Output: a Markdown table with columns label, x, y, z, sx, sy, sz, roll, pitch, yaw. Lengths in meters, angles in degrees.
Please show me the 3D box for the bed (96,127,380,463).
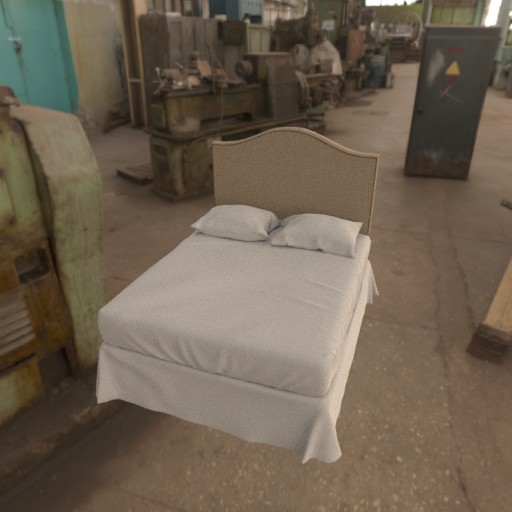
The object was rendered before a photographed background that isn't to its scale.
| label | x | y | z | sx | sy | sz | roll | pitch | yaw |
| --- | --- | --- | --- | --- | --- | --- | --- | --- | --- |
| bed | 0.000 | 0.000 | 3.518 | 1.876 | 1.645 | 2.221 | 9 | 28 | 18 |
